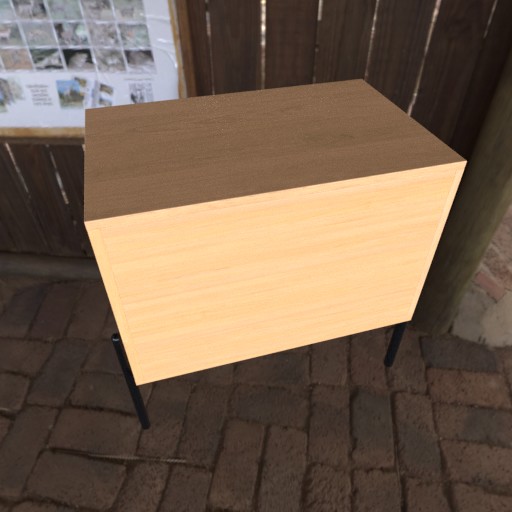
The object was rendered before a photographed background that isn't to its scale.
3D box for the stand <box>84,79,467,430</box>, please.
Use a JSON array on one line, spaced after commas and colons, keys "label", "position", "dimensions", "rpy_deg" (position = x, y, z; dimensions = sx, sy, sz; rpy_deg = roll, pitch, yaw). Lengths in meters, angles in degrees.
[{"label": "stand", "position": [0.000, 0.000, 0.984], "dimensions": [0.630, 0.600, 0.400], "rpy_deg": [-11, 43, -12]}]
